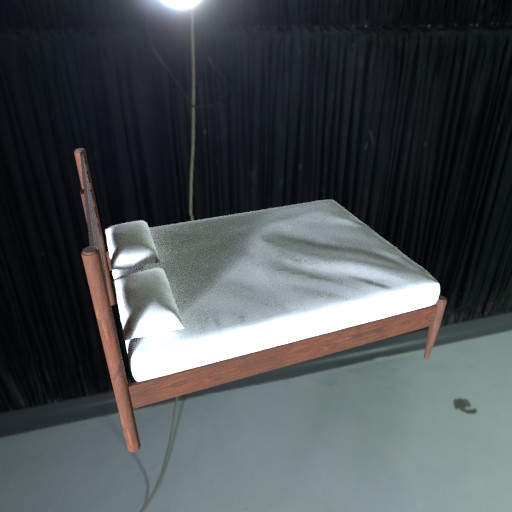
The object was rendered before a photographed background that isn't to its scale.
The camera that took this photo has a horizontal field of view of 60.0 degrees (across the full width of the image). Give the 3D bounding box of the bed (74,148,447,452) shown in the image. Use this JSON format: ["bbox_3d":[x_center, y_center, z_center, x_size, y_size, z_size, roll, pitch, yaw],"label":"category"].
[{"bbox_3d":[0.000,0.000,3.071,2.093,1.304,1.509,-11,33,-17],"label":"bed"}]
